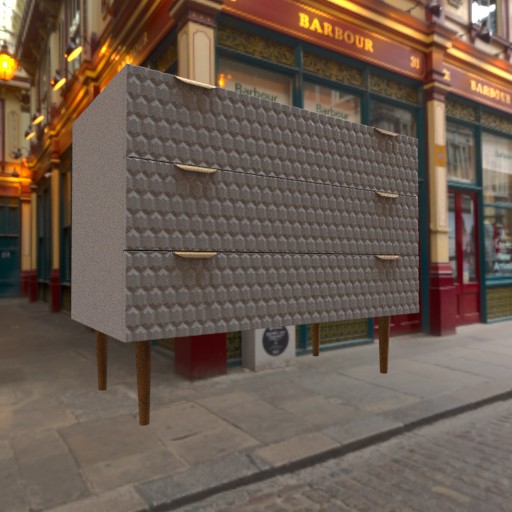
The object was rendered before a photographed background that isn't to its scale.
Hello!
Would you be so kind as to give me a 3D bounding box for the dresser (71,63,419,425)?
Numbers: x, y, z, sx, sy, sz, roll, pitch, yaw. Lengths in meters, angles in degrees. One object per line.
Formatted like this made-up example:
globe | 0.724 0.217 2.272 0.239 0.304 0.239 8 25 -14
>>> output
dresser | 0.000 0.000 1.277 0.905 0.721 0.457 1 -1 -35
